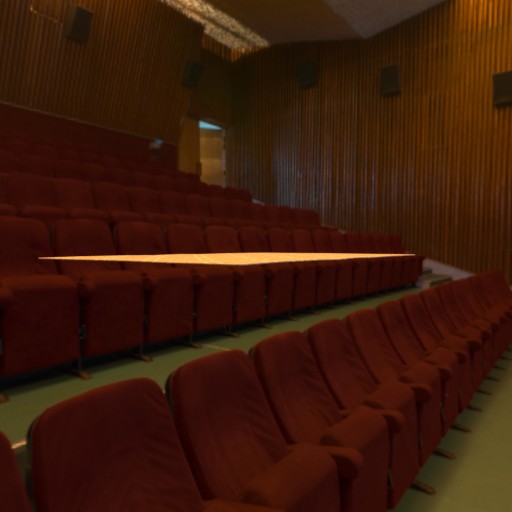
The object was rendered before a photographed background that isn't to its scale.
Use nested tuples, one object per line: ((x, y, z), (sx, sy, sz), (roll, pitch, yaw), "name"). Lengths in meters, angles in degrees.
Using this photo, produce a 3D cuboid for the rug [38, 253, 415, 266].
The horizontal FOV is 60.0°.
((0.000, 0.000, 2.329), (1.146, 0.010, 1.745), (1, 2, 36), "rug")
